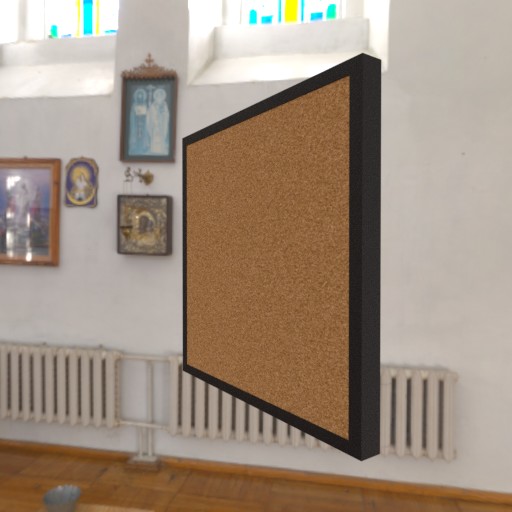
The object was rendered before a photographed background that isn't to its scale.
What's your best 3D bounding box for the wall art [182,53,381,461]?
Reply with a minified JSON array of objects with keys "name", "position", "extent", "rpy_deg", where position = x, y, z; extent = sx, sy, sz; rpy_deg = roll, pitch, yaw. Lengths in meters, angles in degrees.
[{"name":"wall art","position":[0.000,0.000,0.763],"extent":[0.036,0.503,0.506],"rpy_deg":[-1,1,-35]}]
